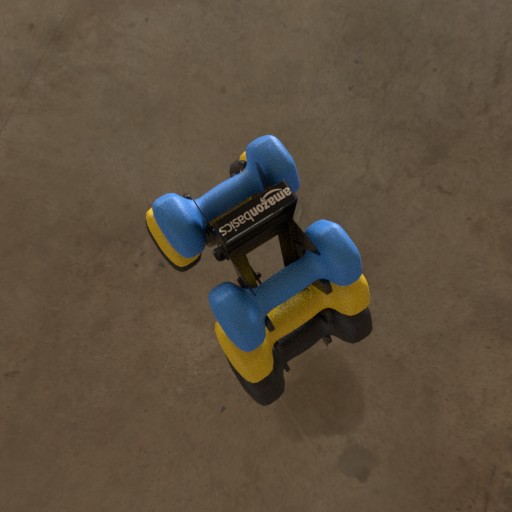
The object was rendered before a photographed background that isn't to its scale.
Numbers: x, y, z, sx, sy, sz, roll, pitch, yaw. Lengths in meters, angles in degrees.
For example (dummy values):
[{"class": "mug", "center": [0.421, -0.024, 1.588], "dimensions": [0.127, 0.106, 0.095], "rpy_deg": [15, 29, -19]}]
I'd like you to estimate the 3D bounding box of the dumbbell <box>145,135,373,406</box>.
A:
[{"class": "dumbbell", "center": [0.000, 0.000, 0.677], "dimensions": [0.255, 0.426, 0.409], "rpy_deg": [-32, 79, -7]}]
